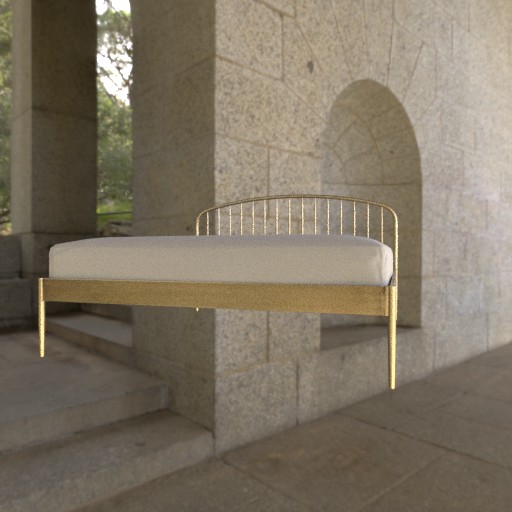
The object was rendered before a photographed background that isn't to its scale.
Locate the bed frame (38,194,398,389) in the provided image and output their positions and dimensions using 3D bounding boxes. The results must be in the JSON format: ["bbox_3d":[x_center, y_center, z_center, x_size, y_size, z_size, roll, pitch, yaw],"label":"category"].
[{"bbox_3d":[0.000,0.000,3.322,2.016,1.174,2.152,0,1,18],"label":"bed frame"}]
